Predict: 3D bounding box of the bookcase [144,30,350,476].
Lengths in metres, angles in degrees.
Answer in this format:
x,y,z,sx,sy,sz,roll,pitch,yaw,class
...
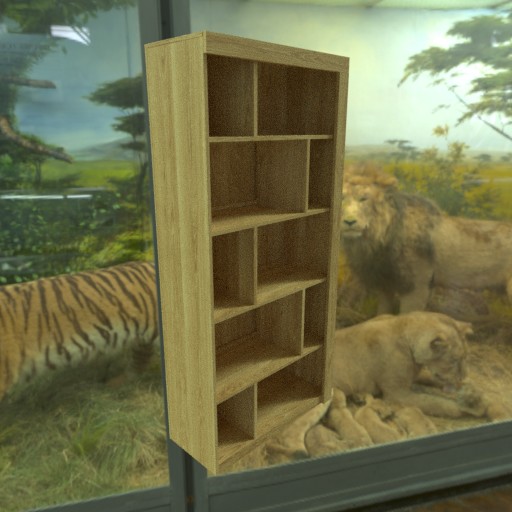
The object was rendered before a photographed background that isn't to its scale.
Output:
x,y,z,sx,sy,sz,roll,pitch,yaw,class
0.000,0.000,2.385,0.420,2.020,0.950,16,22,43,bookcase
